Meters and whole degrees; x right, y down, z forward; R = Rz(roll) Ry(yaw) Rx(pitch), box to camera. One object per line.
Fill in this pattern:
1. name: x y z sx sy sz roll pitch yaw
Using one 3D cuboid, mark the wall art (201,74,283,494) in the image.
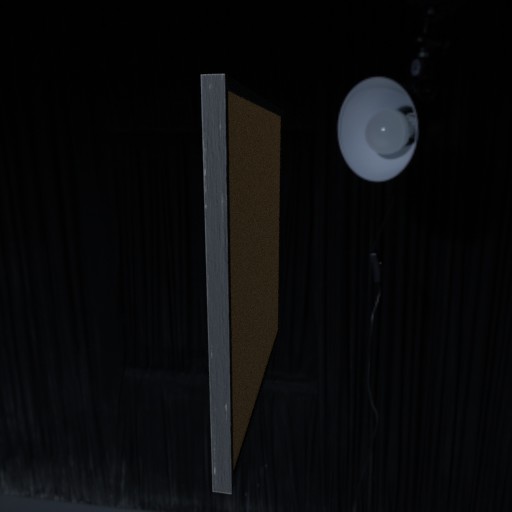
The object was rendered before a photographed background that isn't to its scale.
1. wall art: 0.000 0.000 1.132 0.037 0.761 0.761 2 14 10
